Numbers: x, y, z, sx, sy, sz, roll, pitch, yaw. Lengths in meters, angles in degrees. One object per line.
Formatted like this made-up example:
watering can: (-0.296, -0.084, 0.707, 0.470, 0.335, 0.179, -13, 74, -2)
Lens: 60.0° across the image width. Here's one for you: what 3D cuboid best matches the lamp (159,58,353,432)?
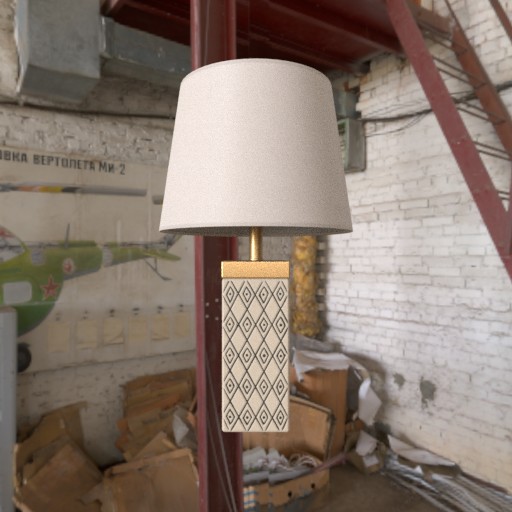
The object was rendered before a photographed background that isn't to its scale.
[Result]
lamp: (0.000, 0.000, 0.587, 0.251, 0.435, 0.251, 0, 0, 0)
